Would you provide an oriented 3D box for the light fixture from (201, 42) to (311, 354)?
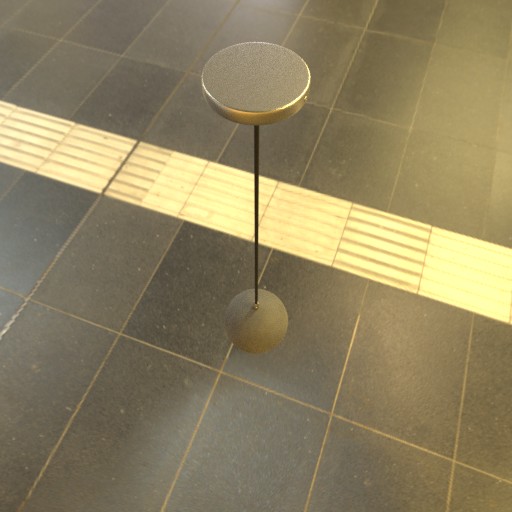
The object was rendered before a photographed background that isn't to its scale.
[{"bbox_3d":[0.000,0.000,0.805,0.153,0.760,0.153,1,59,1],"label":"light fixture"}]
